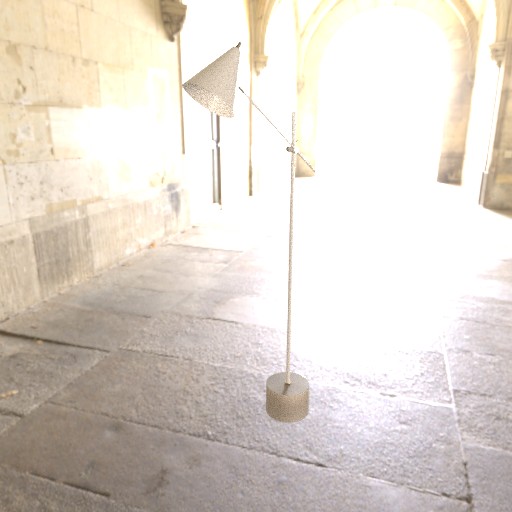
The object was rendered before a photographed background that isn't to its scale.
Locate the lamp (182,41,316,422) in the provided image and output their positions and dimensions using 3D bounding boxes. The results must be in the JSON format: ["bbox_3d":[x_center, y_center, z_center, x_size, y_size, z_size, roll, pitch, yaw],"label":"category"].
[{"bbox_3d":[0.000,0.000,1.634,0.508,1.430,0.223,-8,18,-26],"label":"lamp"}]
